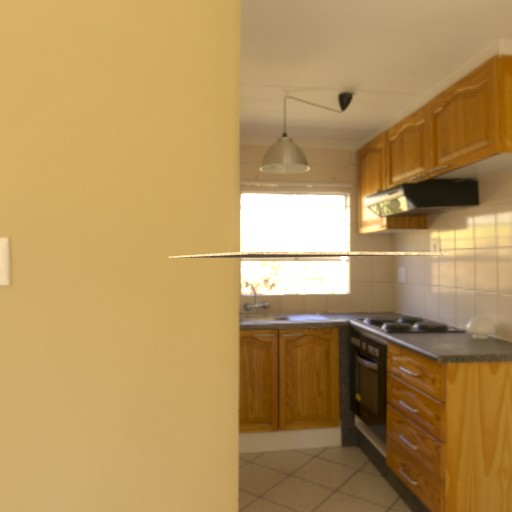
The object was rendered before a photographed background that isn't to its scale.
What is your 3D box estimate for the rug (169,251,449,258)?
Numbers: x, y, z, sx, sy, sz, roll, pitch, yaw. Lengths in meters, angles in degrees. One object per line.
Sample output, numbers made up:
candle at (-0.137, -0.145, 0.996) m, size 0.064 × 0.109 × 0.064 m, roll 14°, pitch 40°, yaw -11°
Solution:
rug at (0.000, 0.000, 2.727) m, size 0.807 × 0.013 × 2.436 m, roll 0°, pitch -1°, yaw -17°
